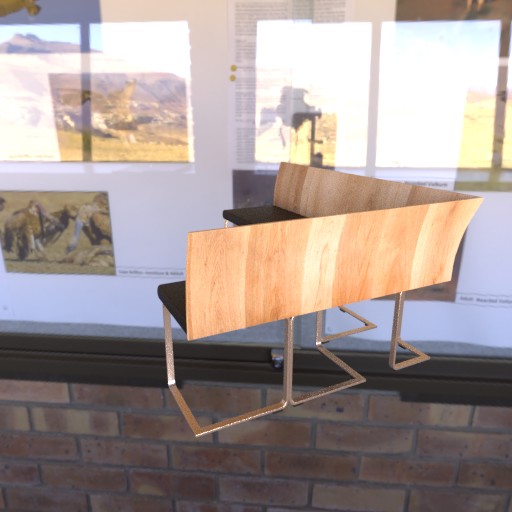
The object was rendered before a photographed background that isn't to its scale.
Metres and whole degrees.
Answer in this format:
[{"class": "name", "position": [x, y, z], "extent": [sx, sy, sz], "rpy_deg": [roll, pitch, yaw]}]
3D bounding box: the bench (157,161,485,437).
[{"class": "bench", "position": [0.000, 0.000, 2.789], "extent": [1.495, 0.930, 1.945], "rpy_deg": [-9, 20, -26]}]
